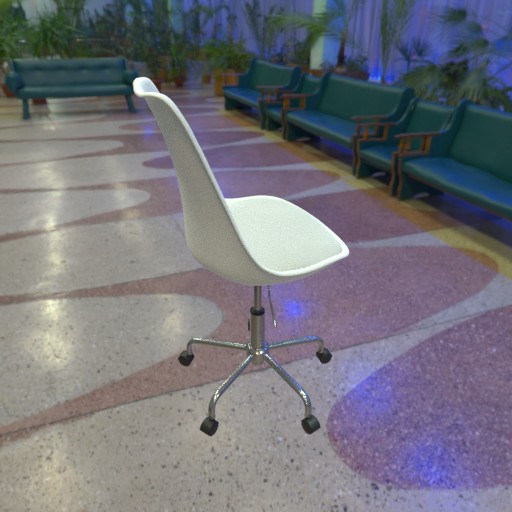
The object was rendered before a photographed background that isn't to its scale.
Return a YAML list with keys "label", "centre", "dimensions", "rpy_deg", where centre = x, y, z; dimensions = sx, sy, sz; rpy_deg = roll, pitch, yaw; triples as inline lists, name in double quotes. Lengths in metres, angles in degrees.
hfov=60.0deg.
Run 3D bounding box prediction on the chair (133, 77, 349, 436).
- label: "chair"
  centre: [0.000, 0.000, 1.245]
  dimensions: [0.550, 0.930, 0.550]
  rpy_deg: [-10, 31, -17]
